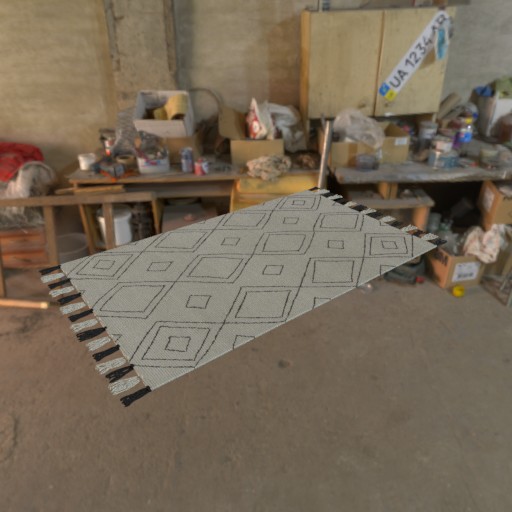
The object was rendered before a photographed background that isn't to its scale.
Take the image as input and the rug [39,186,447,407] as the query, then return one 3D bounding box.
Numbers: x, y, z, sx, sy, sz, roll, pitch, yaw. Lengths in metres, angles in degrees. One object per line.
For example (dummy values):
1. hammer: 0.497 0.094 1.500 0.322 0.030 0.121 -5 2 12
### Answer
1. rug: 0.000 0.000 3.327 2.755 0.021 1.524 -21 36 -32
